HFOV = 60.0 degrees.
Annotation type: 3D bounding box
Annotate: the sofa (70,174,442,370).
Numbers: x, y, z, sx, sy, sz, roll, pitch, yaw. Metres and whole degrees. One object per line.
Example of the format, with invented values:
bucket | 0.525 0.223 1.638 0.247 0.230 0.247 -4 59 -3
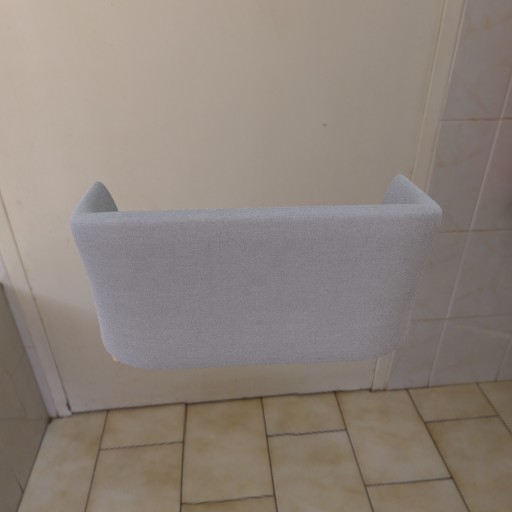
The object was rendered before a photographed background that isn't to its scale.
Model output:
sofa | 0.000 0.000 1.880 1.452 0.721 0.705 -2 31 -3
